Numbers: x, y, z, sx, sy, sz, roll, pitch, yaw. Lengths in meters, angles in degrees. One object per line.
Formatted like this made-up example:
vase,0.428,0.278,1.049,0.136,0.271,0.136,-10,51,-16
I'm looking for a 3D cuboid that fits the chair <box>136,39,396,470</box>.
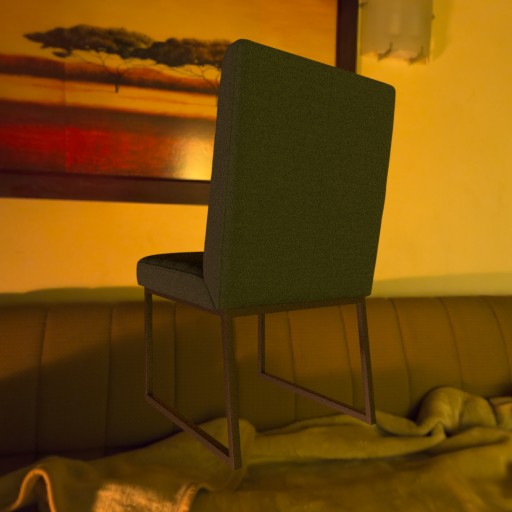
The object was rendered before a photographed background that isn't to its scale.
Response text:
chair,0.000,0.000,1.306,0.520,0.930,0.634,-1,1,-34
